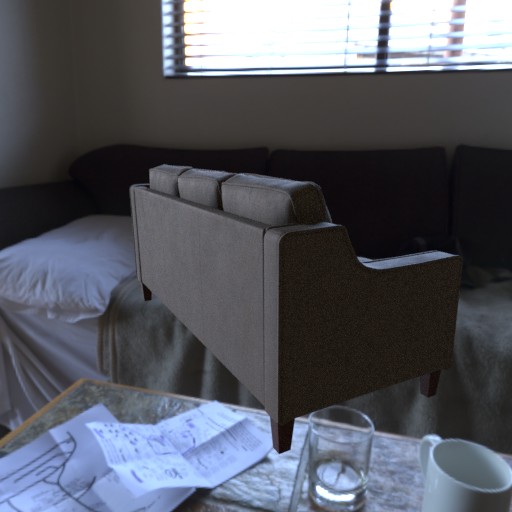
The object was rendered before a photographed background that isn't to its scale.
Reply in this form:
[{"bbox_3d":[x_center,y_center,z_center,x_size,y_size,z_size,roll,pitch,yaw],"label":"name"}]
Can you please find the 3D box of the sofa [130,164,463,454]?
[{"bbox_3d":[0.000,0.000,2.504,0.911,0.974,1.986,-8,16,-28],"label":"sofa"}]
